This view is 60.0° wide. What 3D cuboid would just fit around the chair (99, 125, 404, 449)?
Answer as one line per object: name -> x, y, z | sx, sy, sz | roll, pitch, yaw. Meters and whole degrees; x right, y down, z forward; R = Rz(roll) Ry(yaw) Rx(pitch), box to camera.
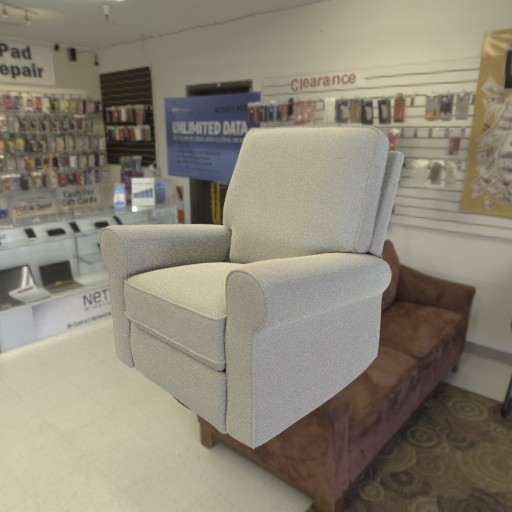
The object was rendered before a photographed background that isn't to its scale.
chair -> 0.000, 0.000, 1.700 | 0.890, 0.960, 0.878 | 15, 22, 42
